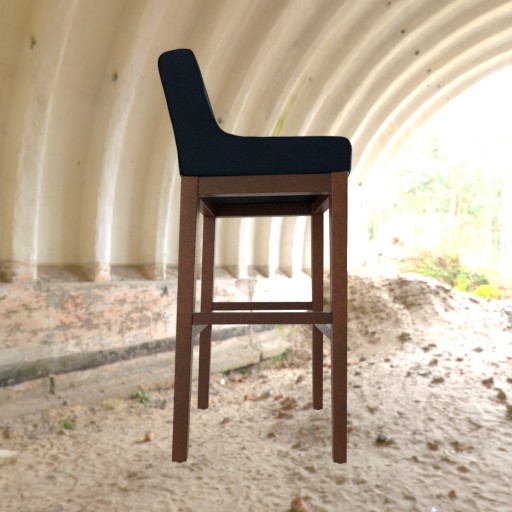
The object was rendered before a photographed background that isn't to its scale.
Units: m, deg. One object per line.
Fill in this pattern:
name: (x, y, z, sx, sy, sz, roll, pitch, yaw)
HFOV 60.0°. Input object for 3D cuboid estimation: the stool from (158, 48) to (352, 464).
stool: (0.000, 0.000, 1.330, 0.500, 1.037, 0.511, 0, -2, 1)
